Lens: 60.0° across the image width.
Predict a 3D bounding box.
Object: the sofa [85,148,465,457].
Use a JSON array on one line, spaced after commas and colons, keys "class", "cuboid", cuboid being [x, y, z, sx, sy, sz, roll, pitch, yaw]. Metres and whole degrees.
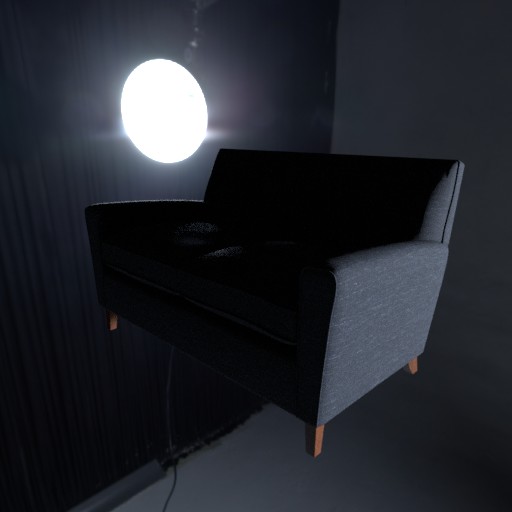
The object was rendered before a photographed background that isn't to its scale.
[{"class": "sofa", "cuboid": [0.000, 0.000, 1.931, 1.420, 0.846, 0.875, 15, 22, 42]}]
